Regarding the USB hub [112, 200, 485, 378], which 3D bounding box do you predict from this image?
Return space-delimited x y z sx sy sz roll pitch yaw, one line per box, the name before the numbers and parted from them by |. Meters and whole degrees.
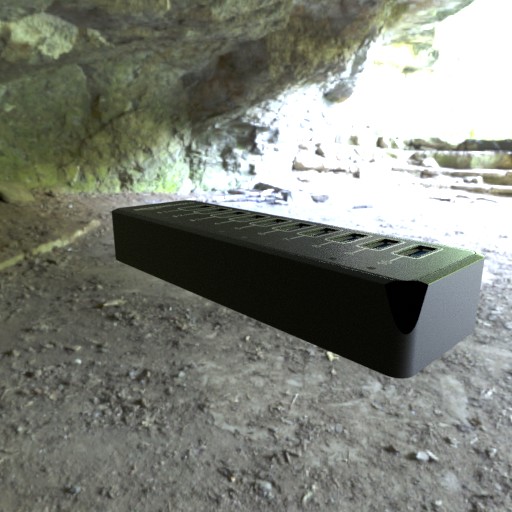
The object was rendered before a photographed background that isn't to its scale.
USB hub | 0.000 0.000 0.163 0.044 0.023 0.145 -14 21 -41
